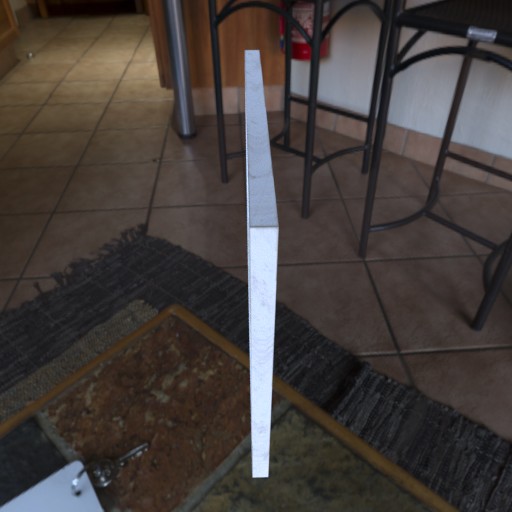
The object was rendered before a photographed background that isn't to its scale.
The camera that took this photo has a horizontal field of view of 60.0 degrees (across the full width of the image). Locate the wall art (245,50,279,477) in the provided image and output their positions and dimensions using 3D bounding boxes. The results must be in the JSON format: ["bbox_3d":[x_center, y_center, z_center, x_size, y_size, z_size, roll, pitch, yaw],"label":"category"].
[{"bbox_3d":[0.000,0.000,1.111,0.038,0.757,0.760,-1,41,-1],"label":"wall art"}]
